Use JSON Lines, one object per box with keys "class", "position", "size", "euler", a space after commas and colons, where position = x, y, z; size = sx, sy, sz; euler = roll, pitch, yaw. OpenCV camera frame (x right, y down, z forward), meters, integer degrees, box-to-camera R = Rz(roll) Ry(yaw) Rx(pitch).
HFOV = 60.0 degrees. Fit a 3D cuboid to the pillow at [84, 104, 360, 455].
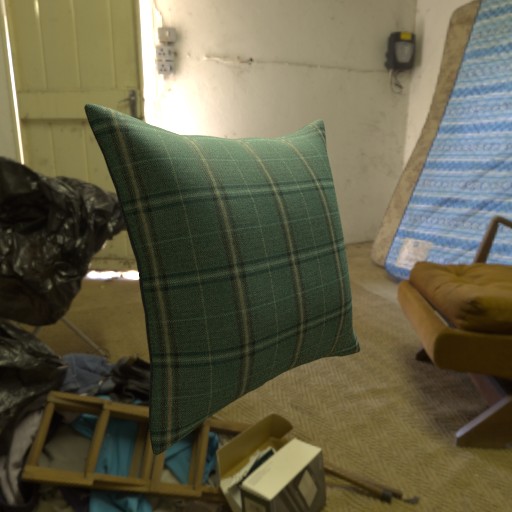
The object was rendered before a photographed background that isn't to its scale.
{"class": "pillow", "position": [0.000, 0.000, 0.686], "size": [0.453, 0.430, 0.200], "euler": [-13, 18, -42]}
